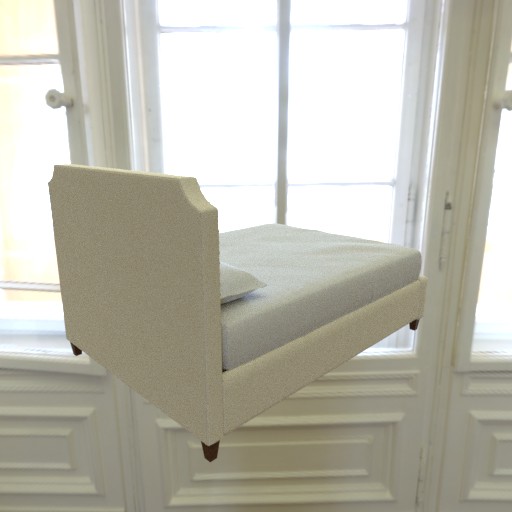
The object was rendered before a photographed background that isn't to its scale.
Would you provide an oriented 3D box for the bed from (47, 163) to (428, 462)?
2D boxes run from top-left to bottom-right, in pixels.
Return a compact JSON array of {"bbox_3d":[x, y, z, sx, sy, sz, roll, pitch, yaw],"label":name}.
[{"bbox_3d":[0.000,0.000,3.377,2.329,1.415,1.703,-15,21,-43],"label":"bed"}]
